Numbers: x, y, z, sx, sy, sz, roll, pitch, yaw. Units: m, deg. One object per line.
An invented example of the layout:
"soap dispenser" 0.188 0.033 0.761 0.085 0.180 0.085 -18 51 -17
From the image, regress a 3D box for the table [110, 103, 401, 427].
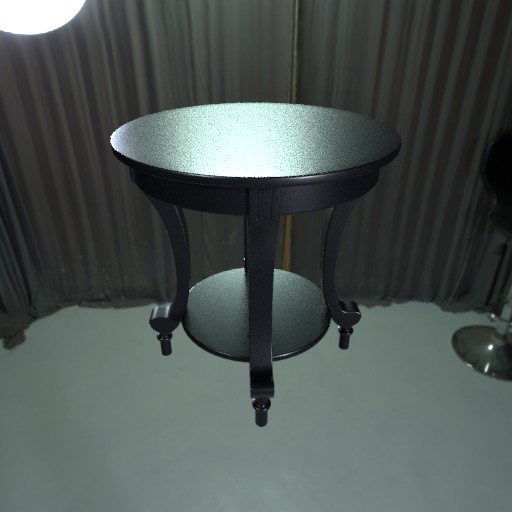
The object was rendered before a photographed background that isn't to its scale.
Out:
"table" 0.000 0.000 1.096 0.597 0.618 0.597 0 30 0
